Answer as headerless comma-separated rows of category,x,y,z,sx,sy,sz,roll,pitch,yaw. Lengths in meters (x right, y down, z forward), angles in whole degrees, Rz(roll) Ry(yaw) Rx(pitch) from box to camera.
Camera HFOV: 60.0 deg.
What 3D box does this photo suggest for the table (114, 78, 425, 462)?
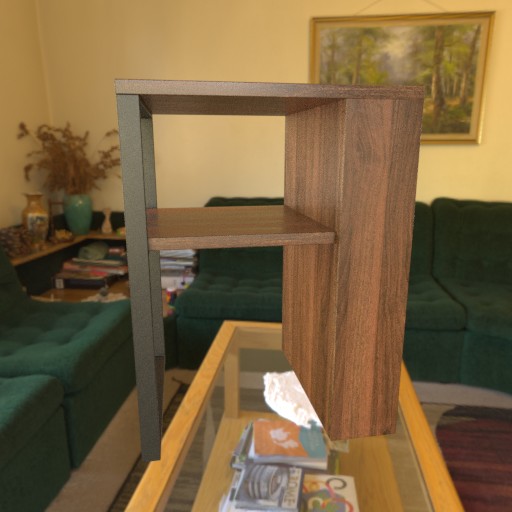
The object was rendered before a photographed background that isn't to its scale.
table,0.000,0.000,1.535,0.786,1.041,0.660,-2,14,-10
